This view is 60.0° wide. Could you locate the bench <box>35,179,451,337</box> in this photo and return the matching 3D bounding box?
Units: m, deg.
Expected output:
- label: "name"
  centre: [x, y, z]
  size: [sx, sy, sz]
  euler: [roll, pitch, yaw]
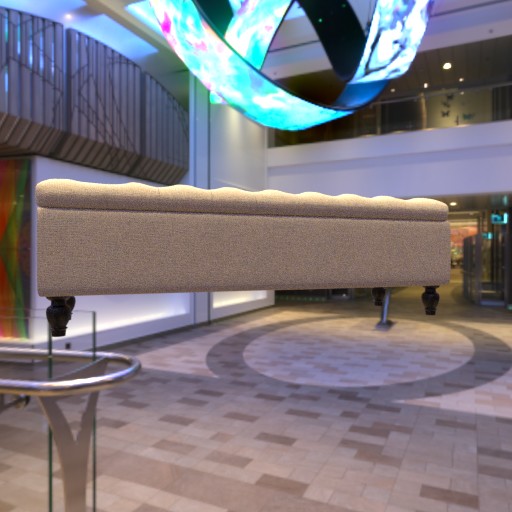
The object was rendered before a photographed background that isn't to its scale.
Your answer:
- label: "bench"
  centre: [0.000, 0.000, 1.690]
  size: [1.480, 0.467, 0.455]
  euler: [0, 0, -20]
